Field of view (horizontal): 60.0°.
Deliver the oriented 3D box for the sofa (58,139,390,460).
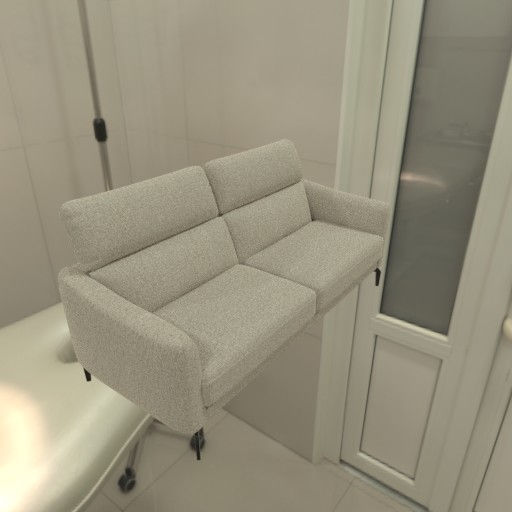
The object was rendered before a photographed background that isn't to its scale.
[{"bbox_3d":[0.000,0.000,2.532,0.856,0.956,2.015,19,32,33],"label":"sofa"}]
